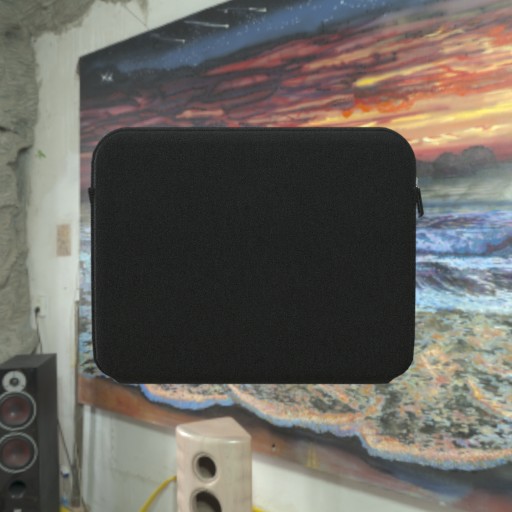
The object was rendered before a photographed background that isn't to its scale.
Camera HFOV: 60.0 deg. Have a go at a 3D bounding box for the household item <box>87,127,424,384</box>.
[{"bbox_3d":[0.000,0.000,0.528,0.396,0.305,0.030,0,1,0],"label":"household item"}]
